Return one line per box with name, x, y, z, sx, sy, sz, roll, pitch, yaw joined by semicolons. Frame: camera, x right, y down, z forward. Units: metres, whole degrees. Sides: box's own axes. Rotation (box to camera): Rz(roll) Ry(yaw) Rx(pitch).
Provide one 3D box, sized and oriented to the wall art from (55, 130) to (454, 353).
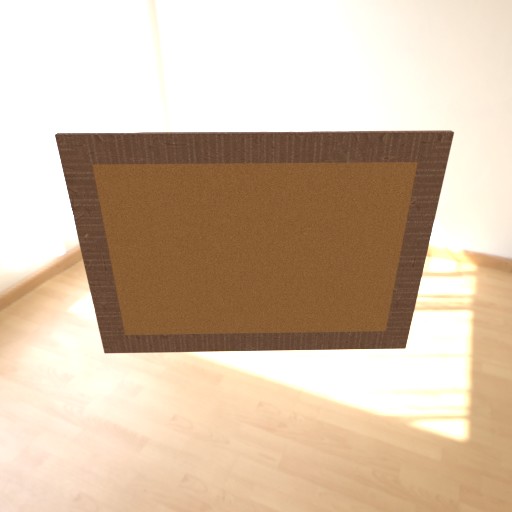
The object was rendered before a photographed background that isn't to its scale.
wall art;0.000;0.000;1.369;1.056;0.761;0.020;-1;30;-1
